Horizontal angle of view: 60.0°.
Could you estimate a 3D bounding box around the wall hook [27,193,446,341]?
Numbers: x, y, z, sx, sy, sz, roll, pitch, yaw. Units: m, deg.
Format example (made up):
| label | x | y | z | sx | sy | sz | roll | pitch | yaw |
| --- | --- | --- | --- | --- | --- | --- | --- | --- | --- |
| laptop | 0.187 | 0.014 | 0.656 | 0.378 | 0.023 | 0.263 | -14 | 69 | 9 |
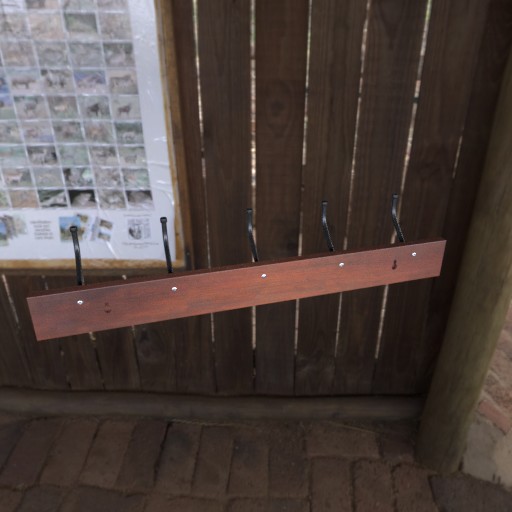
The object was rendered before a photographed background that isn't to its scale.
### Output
| label | x | y | z | sx | sy | sz | roll | pitch | yaw |
| --- | --- | --- | --- | --- | --- | --- | --- | --- | --- |
| wall hook | 0.000 | 0.000 | 0.615 | 0.571 | 0.117 | 0.071 | -7 | 26 | -15 |
